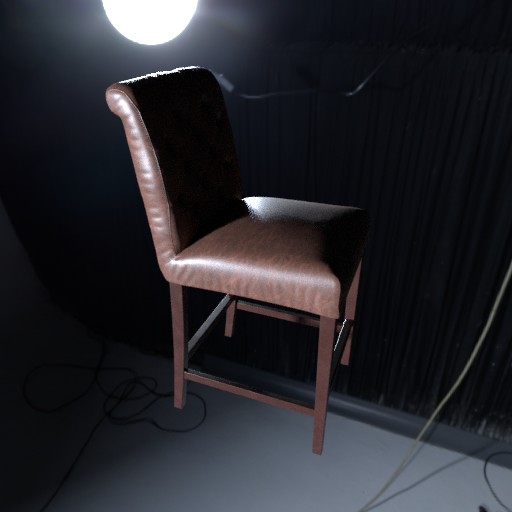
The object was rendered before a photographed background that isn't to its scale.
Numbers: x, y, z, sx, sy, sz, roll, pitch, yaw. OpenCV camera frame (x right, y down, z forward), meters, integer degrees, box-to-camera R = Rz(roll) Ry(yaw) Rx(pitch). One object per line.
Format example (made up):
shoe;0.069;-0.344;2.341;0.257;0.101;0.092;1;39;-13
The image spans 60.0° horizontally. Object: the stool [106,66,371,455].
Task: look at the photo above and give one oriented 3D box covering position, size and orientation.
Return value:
stool;0.000;0.000;1.436;0.660;1.084;0.486;11;31;19
